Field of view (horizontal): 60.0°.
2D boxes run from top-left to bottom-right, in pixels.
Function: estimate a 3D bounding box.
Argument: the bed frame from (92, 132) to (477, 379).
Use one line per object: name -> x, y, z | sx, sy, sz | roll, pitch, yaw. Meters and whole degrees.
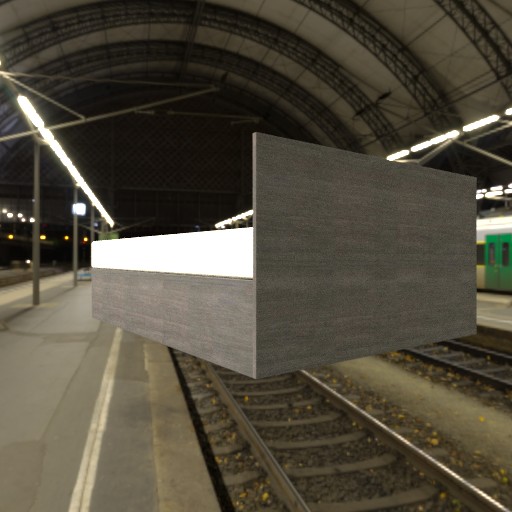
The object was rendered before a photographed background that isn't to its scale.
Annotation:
bed frame -> 0.000, 0.000, 2.614 | 1.400, 0.800, 1.900 | 0, 0, -36
